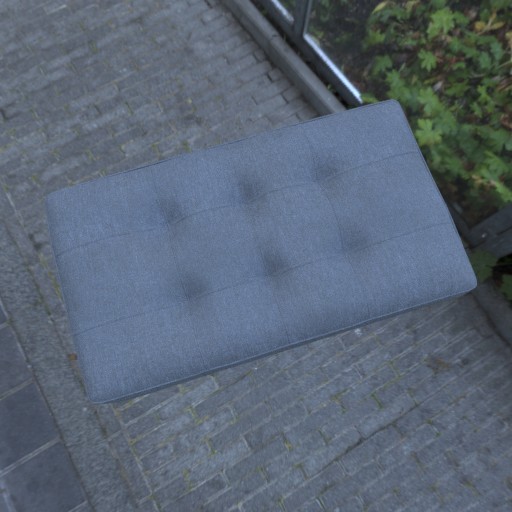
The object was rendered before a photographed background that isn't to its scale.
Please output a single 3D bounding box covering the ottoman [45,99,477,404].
[{"bbox_3d":[0.000,0.000,1.464,1.143,0.514,0.648,-16,76,-4],"label":"ottoman"}]
